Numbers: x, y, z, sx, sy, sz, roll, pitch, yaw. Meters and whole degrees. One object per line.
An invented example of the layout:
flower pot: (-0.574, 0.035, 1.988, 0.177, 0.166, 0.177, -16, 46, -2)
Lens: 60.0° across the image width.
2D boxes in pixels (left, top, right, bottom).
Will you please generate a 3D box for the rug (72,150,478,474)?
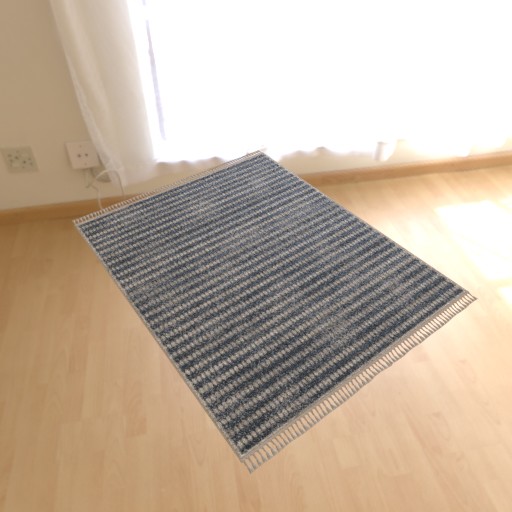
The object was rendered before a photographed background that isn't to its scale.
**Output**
rug: (0.000, 0.000, 3.890, 2.256, 0.013, 2.910, -27, 49, -26)
